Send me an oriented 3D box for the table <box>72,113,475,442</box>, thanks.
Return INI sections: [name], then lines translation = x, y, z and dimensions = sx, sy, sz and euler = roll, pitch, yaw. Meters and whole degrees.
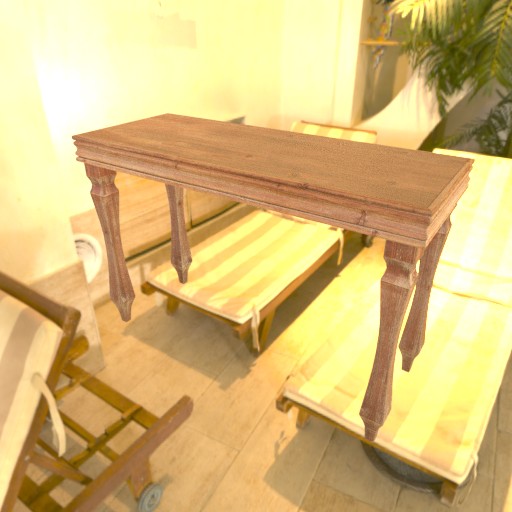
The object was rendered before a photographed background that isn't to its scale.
[table]
translation = 0.000, 0.000, 1.751
dimensions = 1.330, 0.873, 0.522
euler = 18, 33, 29
